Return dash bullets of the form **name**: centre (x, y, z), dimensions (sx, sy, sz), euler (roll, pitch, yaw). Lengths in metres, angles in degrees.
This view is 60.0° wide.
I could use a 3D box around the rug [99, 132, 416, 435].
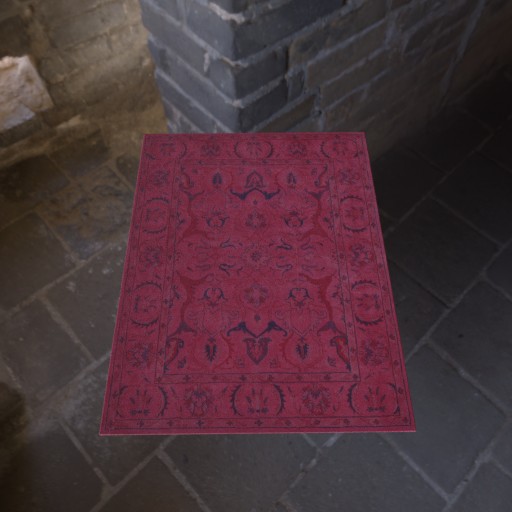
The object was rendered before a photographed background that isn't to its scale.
- **rug**: centre (0.000, 0.000, 3.914), dimensions (2.300, 0.012, 2.929), euler (-1, 61, 0)
